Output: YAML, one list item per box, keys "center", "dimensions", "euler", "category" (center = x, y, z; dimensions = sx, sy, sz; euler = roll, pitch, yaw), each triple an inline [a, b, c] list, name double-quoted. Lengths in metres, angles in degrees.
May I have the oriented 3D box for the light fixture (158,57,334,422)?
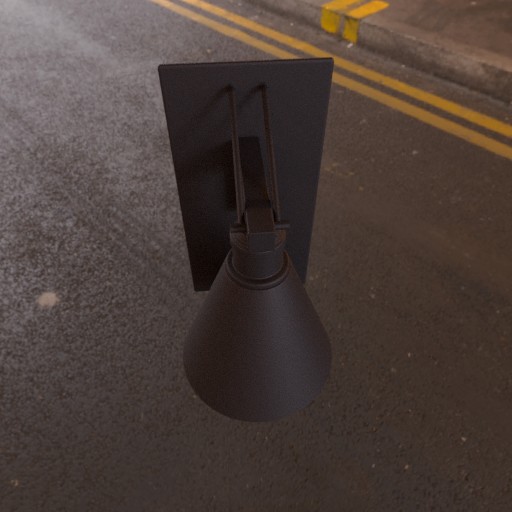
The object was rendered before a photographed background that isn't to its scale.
- center: [0.000, 0.000, 0.420]
  dimensions: [0.170, 0.298, 0.207]
  euler: [-4, 48, -4]
  category: "light fixture"
